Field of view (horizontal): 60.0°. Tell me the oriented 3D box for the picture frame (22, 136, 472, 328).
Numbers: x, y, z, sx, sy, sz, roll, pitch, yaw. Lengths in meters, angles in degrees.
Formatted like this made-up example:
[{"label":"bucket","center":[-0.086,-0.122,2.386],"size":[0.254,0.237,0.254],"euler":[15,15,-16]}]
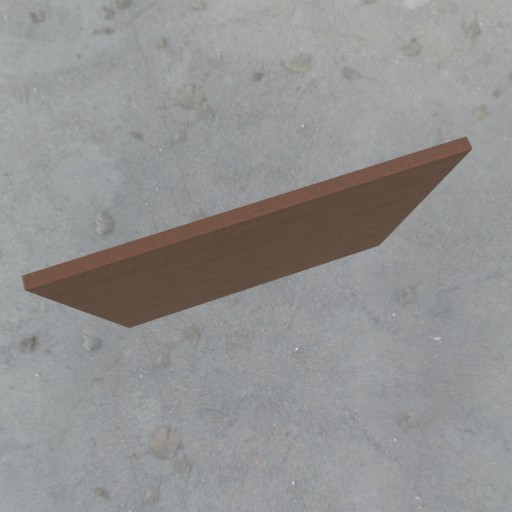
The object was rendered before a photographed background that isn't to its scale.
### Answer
[{"label":"picture frame","center":[0.000,0.000,1.744],"size":[1.329,1.018,0.045],"euler":[-18,76,-5]}]
